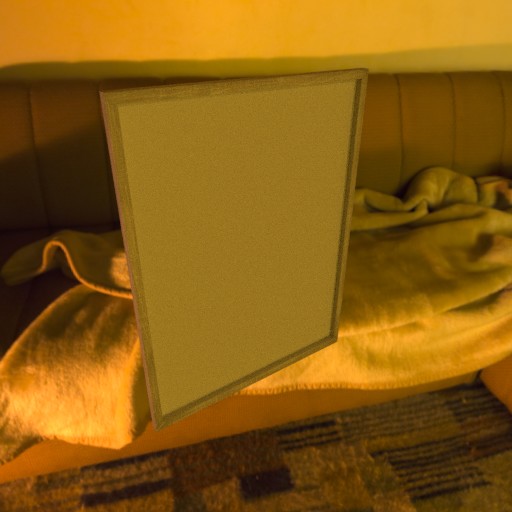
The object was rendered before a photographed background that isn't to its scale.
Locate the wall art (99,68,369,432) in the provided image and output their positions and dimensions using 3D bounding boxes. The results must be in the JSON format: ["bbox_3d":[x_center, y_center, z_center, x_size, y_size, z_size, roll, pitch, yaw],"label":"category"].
[{"bbox_3d":[0.000,0.000,1.361,0.781,1.022,0.035,-18,34,-30],"label":"wall art"}]
